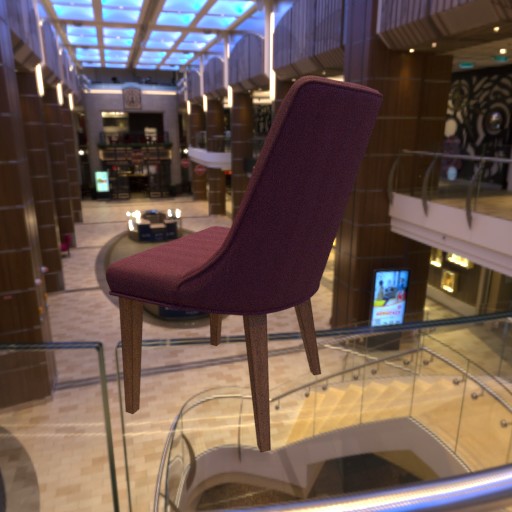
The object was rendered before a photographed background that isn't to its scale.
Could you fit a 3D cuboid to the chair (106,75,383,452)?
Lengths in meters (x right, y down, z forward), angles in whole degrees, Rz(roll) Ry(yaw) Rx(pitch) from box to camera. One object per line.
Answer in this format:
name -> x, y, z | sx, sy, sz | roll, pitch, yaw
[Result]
chair -> 0.000, 0.000, 1.279 | 0.638, 0.916, 0.548 | 8, 18, 25
